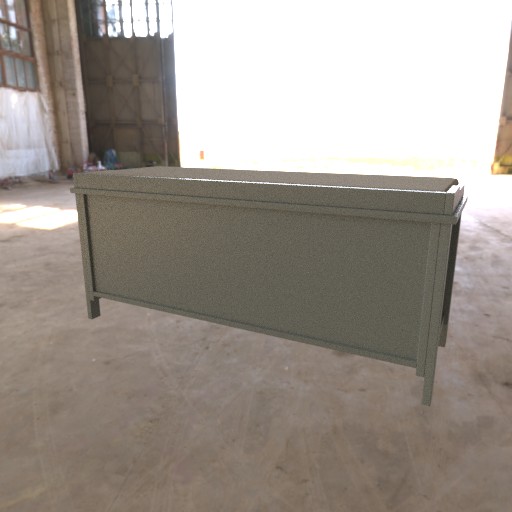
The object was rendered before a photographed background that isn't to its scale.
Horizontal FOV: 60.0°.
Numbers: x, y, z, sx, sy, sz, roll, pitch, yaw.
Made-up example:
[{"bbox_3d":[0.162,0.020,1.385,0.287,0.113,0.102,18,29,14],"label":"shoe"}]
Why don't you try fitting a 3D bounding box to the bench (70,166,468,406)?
[{"bbox_3d":[0.000,0.000,1.387,1.140,0.501,0.398,8,17,27],"label":"bench"}]
